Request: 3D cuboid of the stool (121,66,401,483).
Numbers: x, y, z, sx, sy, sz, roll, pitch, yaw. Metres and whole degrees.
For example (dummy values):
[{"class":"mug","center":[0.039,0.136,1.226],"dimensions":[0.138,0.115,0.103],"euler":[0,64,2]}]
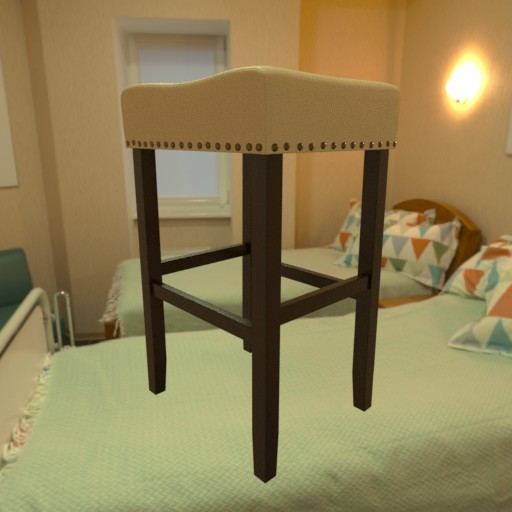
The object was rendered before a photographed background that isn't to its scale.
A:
[{"class":"stool","center":[0.000,0.000,1.044],"dimensions":[0.401,0.762,0.471],"euler":[-14,21,-41]}]
